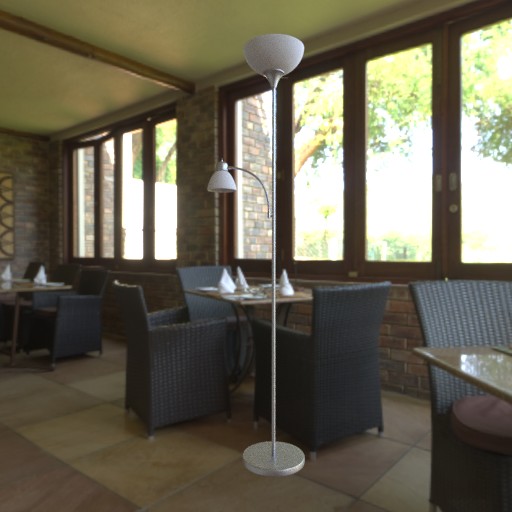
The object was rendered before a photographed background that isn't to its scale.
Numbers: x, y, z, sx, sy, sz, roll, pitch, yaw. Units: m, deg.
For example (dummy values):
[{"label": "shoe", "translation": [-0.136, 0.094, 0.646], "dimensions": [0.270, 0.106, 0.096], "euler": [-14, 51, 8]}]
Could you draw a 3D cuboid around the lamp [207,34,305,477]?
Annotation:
[{"label": "lamp", "translation": [0.000, 0.000, 1.939], "dimensions": [0.425, 1.804, 0.279], "euler": [0, 0, -1]}]
